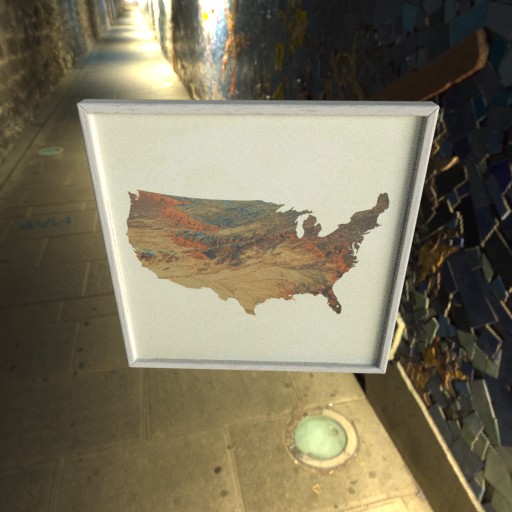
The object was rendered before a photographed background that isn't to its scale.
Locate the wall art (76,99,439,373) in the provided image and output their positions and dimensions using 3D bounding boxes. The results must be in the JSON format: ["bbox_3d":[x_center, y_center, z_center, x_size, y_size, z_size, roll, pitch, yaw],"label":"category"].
[{"bbox_3d":[0.000,0.000,1.927,1.287,1.288,0.078,1,31,2],"label":"wall art"}]
